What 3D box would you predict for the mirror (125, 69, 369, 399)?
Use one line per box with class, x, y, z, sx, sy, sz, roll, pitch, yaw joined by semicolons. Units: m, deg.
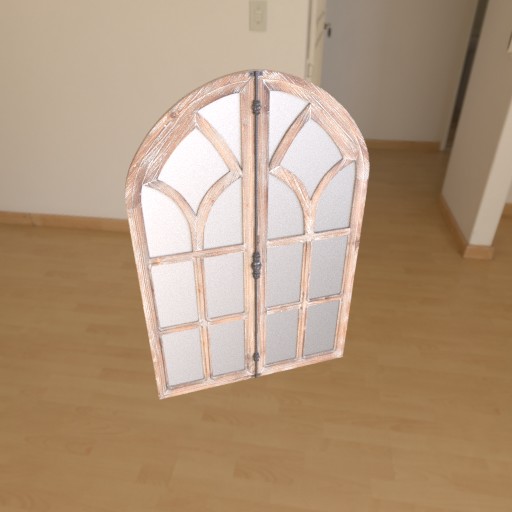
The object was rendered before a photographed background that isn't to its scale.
mirror;0.000;0.000;1.168;0.609;0.915;0.032;-9;34;-14
